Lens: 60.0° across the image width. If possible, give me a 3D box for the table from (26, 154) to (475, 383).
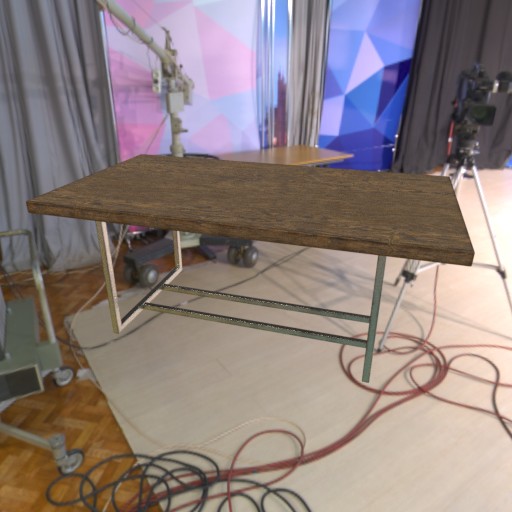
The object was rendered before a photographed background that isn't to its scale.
[{"bbox_3d":[0.000,0.000,2.500,1.989,0.795,1.078,7,26,15],"label":"table"}]
